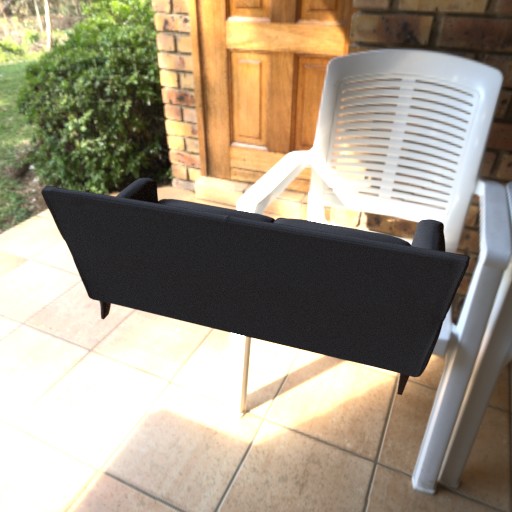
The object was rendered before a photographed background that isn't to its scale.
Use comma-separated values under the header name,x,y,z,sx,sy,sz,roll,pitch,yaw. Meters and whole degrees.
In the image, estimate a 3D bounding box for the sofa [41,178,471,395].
name,x,y,z,sx,sy,sz,roll,pitch,yaw
sofa,0.000,0.000,2.509,2.002,0.907,0.843,11,35,16
